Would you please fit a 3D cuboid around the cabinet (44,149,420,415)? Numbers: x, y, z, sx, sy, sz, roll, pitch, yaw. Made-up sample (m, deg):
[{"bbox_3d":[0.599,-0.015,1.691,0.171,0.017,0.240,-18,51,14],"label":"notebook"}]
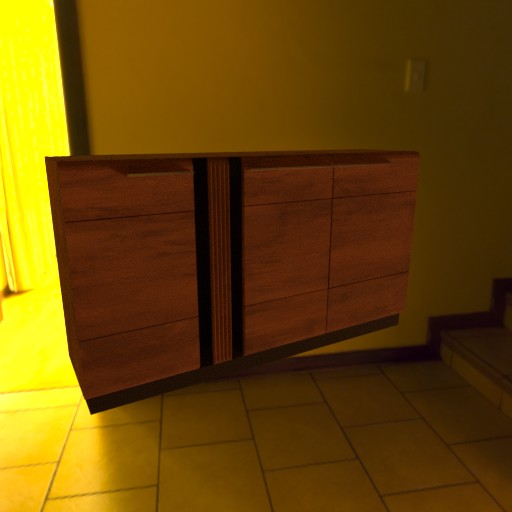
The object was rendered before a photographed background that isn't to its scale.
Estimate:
[{"bbox_3d":[0.000,0.000,1.998,1.600,0.900,0.420,-9,18,-29],"label":"cabinet"}]
